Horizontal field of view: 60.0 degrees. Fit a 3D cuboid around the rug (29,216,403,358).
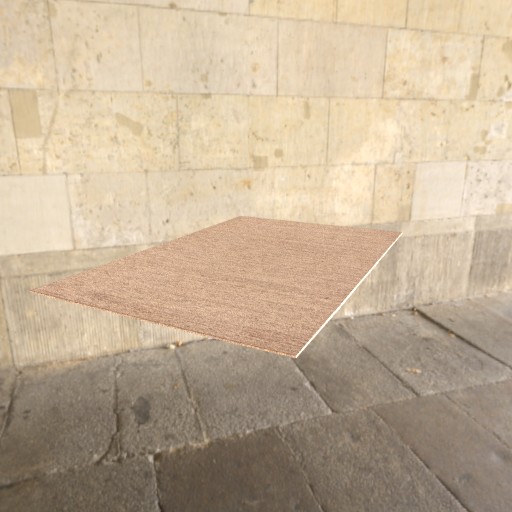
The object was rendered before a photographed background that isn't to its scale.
[{"bbox_3d":[0.000,0.000,2.403,1.225,0.013,1.840,8,18,26],"label":"rug"}]
